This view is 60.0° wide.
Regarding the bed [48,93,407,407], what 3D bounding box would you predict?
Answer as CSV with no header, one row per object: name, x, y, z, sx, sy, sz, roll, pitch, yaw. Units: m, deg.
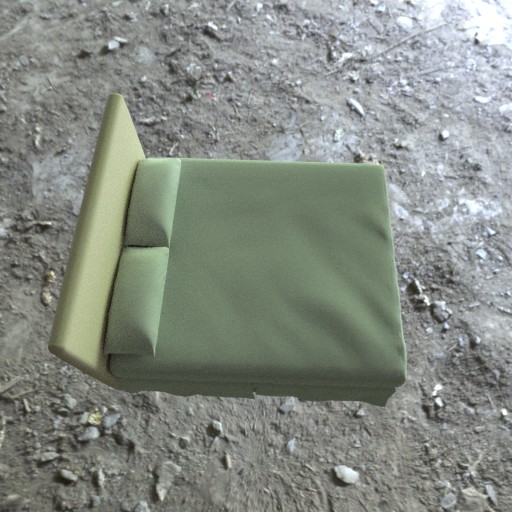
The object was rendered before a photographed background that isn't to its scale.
bed,0.000,0.000,3.242,2.142,1.330,1.884,2,64,1
